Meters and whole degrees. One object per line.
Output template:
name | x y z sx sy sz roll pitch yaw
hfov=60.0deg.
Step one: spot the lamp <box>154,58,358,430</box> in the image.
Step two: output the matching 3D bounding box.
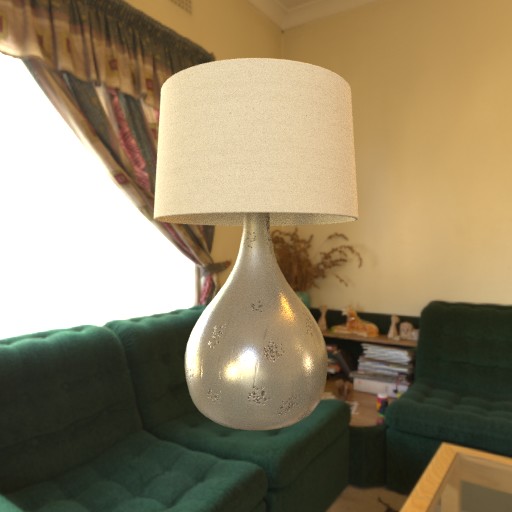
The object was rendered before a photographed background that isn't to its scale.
lamp | 0.000 0.000 0.734 0.330 0.521 0.330 0 1 0
